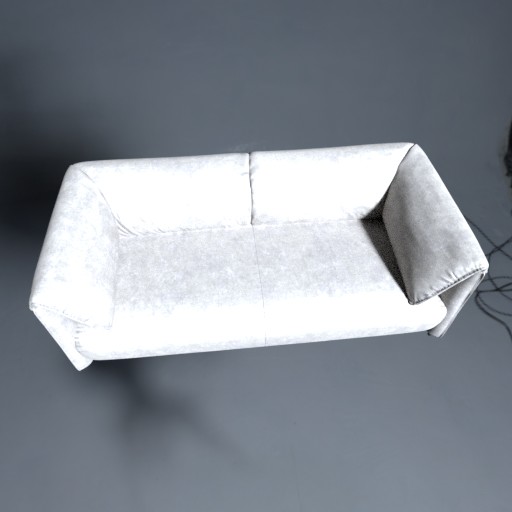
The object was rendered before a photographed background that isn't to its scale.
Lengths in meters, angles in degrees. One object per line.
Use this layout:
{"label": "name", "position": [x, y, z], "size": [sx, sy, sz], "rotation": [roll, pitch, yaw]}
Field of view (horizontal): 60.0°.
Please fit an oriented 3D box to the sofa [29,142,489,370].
{"label": "sofa", "position": [0.000, 0.000, 2.275], "size": [1.878, 0.747, 0.905], "rotation": [-4, 49, -4]}
